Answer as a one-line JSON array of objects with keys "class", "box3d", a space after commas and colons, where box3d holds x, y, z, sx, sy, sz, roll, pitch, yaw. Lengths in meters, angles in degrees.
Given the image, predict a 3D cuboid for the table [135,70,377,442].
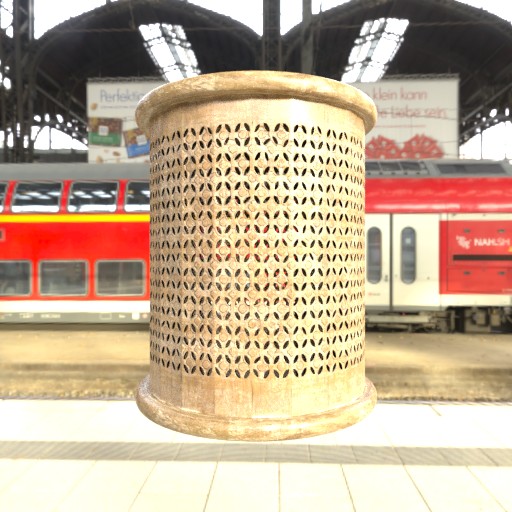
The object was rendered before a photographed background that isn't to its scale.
[{"class": "table", "box3d": [0.000, 0.000, 0.772, 0.407, 0.482, 0.407, 0, 0, 0]}]
